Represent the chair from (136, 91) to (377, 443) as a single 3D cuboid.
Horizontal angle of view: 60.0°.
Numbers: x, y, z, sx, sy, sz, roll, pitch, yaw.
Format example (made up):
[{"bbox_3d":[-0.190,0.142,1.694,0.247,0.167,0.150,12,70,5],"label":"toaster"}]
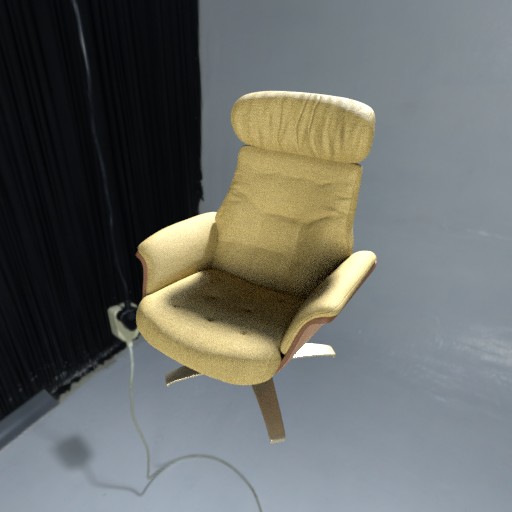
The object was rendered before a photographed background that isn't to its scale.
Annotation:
[{"bbox_3d":[0.000,0.000,1.567,0.785,0.995,0.837,17,34,28],"label":"chair"}]
